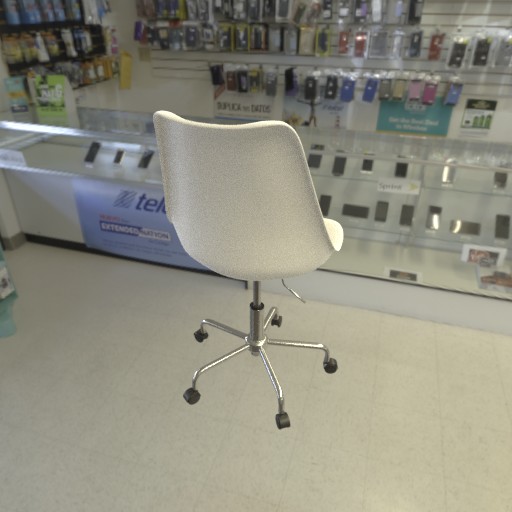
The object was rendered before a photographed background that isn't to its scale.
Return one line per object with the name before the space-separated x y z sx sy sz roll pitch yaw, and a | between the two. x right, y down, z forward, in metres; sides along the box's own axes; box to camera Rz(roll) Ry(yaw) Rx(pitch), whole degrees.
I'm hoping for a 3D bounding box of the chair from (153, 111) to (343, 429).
chair | 0.000 0.000 1.324 0.550 0.930 0.550 10 32 17
